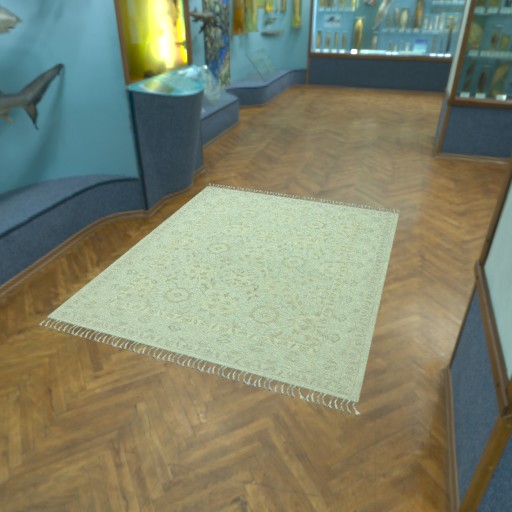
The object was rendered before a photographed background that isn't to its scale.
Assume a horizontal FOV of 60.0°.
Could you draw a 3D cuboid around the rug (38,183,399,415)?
[{"bbox_3d":[0.000,0.000,4.208,2.444,0.013,3.043,11,33,17],"label":"rug"}]
